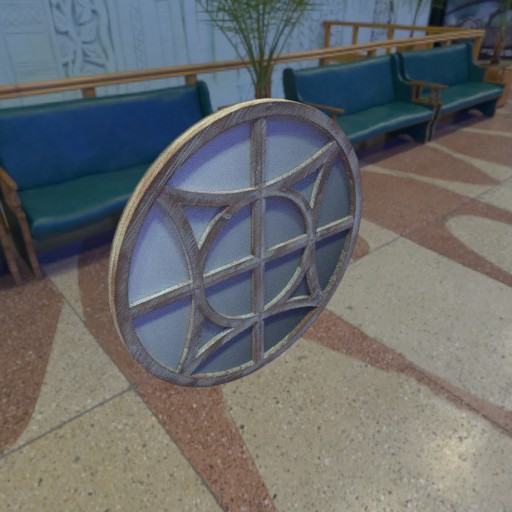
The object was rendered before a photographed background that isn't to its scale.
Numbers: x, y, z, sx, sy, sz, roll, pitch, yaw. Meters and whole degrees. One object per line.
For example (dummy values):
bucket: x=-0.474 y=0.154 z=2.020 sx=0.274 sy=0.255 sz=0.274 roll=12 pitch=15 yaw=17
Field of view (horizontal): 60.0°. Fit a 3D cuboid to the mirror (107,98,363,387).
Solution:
mirror: x=0.000 y=0.000 z=1.053 sx=0.710 sy=0.710 sz=0.038 roll=-22 pitch=38 yaw=-32
